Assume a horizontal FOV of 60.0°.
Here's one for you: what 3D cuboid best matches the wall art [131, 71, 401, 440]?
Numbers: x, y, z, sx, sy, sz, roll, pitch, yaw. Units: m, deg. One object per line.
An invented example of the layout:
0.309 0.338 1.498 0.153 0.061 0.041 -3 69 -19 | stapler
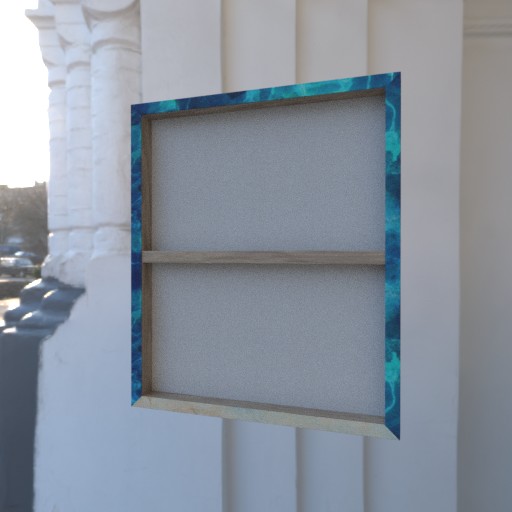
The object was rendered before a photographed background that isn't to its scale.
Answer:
0.000 0.000 0.696 0.432 0.508 0.038 0 0 18 | wall art
